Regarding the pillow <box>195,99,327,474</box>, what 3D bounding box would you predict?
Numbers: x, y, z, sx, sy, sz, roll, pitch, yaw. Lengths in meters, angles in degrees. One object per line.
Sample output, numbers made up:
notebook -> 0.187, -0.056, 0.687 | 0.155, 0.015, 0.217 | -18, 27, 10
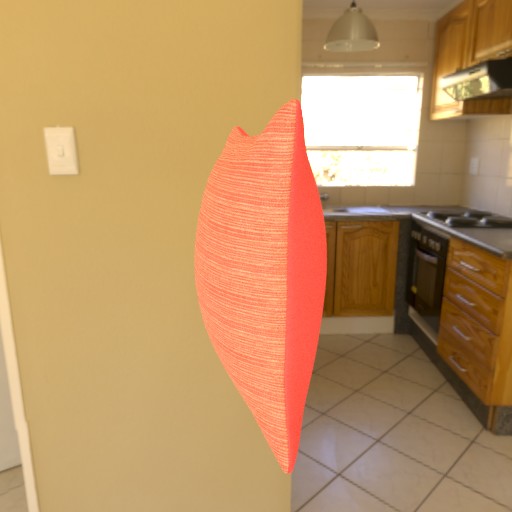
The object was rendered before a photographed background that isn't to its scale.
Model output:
pillow -> 0.000, 0.000, 0.827 | 0.229, 0.501, 0.559 | -2, 14, -10
